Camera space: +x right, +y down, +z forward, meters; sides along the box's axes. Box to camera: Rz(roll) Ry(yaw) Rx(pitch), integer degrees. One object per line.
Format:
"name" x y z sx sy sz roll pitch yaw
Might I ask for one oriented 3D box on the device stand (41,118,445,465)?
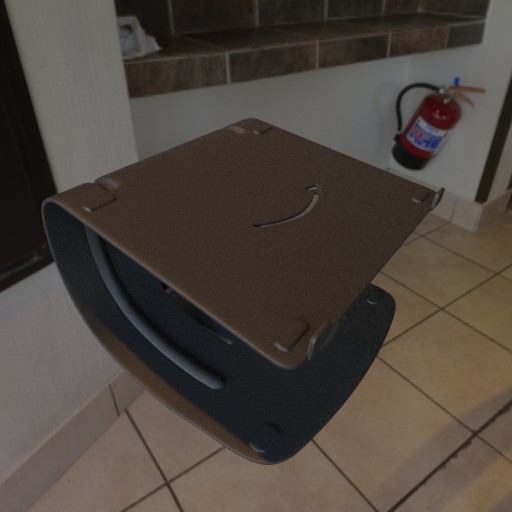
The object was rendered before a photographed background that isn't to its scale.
"device stand" 0.000 0.000 0.389 0.236 0.155 0.256 22 39 29
